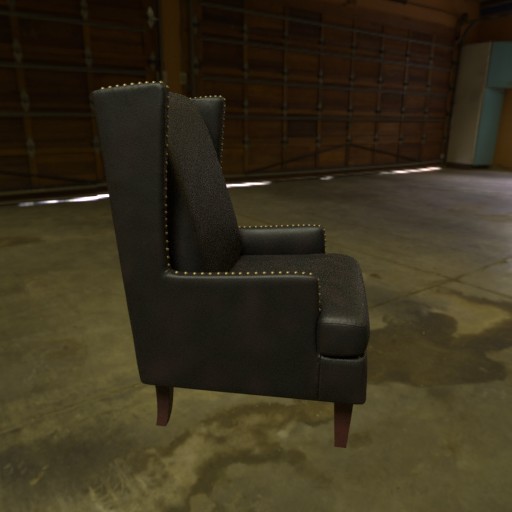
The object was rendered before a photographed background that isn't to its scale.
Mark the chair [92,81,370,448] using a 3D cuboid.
[{"bbox_3d":[0.000,0.000,1.613,0.799,1.142,0.703,3,17,10],"label":"chair"}]
